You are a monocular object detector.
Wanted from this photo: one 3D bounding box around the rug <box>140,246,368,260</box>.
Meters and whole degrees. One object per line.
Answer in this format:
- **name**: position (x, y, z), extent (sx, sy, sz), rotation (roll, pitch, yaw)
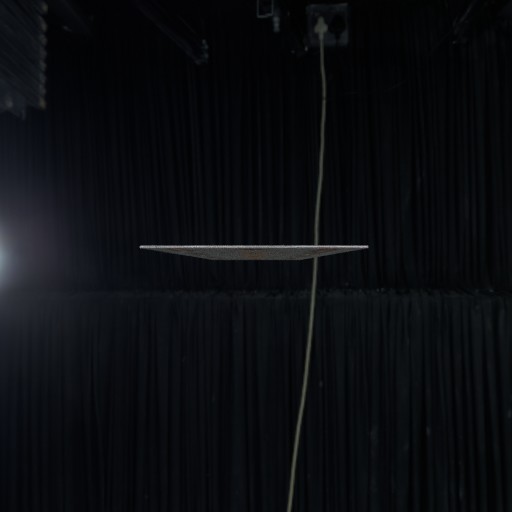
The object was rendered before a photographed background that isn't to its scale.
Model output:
- **rug**: position (0.000, 0.000, 2.693), extent (0.766, 0.008, 2.432), rotation (0, -1, 0)
